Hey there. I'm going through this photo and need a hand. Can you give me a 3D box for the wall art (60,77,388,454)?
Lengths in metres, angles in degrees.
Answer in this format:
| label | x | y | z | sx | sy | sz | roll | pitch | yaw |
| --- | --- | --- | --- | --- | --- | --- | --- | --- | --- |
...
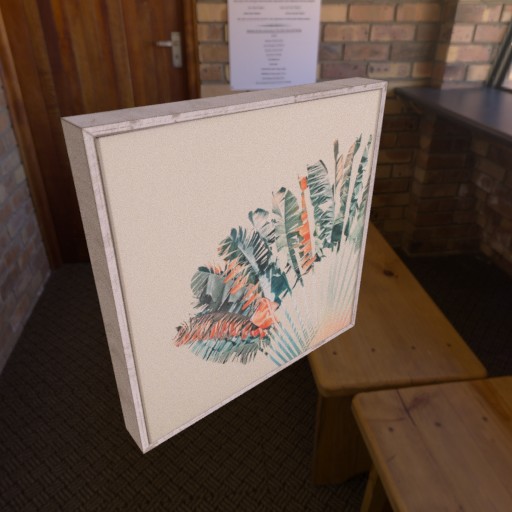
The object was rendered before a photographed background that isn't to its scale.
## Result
| label | x | y | z | sx | sy | sz | roll | pitch | yaw |
| --- | --- | --- | --- | --- | --- | --- | --- | --- | --- |
| wall art | 0.000 | 0.000 | 0.440 | 0.305 | 0.303 | 0.038 | -22 | 36 | -33 |
